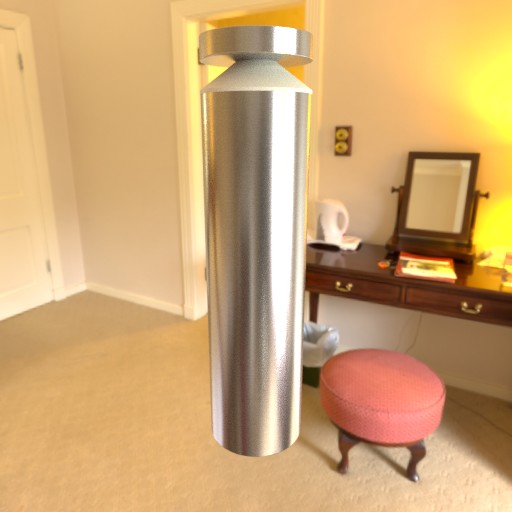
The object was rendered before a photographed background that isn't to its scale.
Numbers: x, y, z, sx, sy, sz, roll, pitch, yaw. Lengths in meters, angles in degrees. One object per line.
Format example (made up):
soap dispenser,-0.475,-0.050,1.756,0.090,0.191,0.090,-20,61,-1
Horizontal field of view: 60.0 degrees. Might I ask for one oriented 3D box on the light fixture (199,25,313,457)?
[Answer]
light fixture,0.000,0.000,0.446,0.102,0.400,0.102,-2,17,-8
